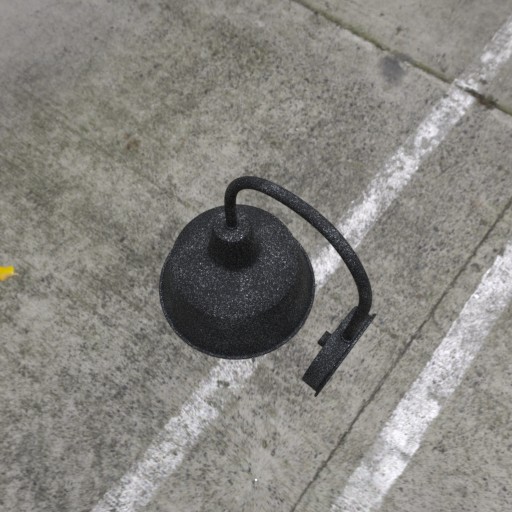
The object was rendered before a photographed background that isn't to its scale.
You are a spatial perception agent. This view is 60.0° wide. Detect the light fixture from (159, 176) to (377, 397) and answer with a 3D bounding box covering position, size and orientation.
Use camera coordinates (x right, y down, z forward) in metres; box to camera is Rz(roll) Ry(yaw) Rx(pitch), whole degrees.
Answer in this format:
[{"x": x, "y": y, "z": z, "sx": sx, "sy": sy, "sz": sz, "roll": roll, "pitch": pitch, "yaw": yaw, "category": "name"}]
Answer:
[{"x": 0.000, "y": 0.000, "z": 0.495, "sx": 0.283, "sy": 0.300, "sz": 0.216, "roll": 36, "pitch": 69, "yaw": 17, "category": "light fixture"}]
